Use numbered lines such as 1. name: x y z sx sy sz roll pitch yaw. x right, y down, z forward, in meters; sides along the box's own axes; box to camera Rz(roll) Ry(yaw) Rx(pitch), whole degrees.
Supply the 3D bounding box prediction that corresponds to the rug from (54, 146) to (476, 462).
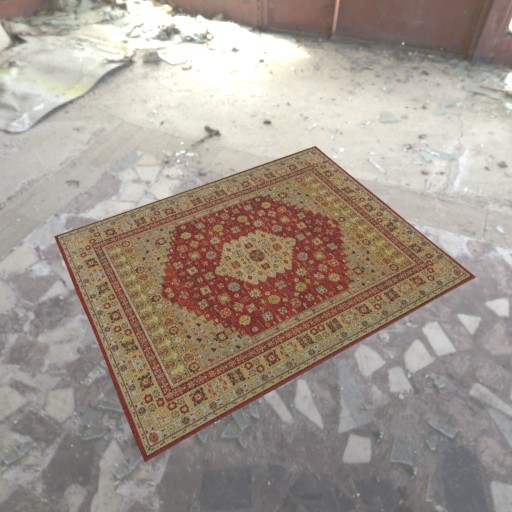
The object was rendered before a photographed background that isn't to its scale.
1. rug: 0.000 0.000 4.044 3.053 0.013 2.387 -23 51 -20
